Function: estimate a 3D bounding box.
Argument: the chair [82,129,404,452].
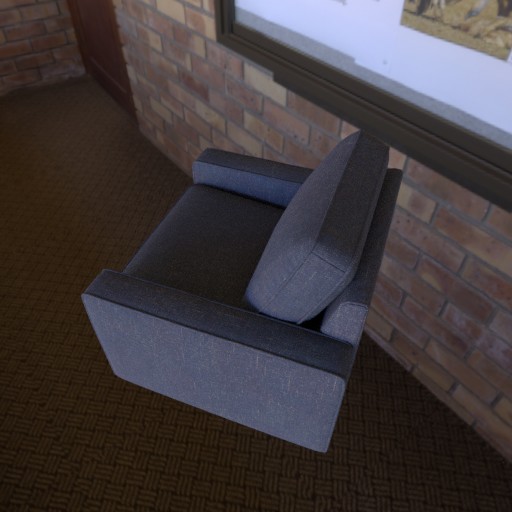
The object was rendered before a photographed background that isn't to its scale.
[{"bbox_3d":[0.000,0.000,1.786,0.940,0.919,1.017,15,47,14],"label":"chair"}]
